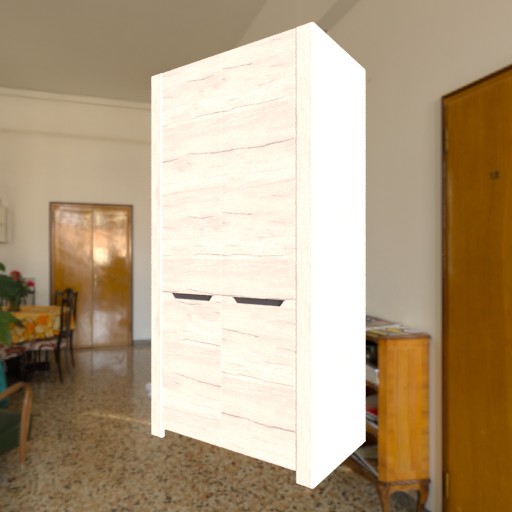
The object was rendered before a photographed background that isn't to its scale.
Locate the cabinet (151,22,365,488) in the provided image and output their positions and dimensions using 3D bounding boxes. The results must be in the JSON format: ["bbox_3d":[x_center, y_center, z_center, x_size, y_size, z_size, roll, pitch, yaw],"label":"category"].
[{"bbox_3d":[0.000,0.000,2.342,0.980,1.930,0.580,0,0,35],"label":"cabinet"}]
